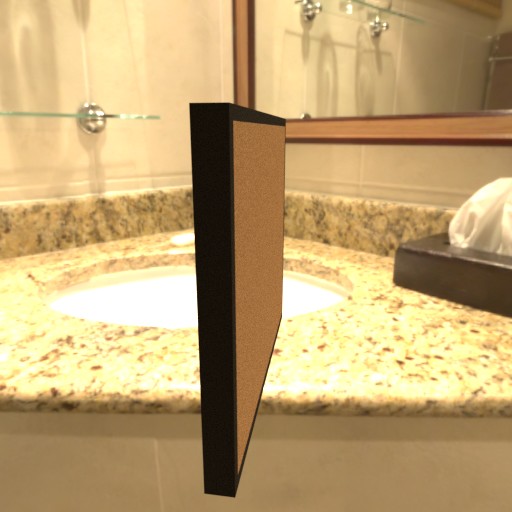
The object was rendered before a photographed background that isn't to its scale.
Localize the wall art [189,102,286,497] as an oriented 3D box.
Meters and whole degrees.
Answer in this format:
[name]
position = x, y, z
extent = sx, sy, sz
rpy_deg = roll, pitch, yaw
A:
[wall art]
position = 0.000, 0.000, 0.532
extent = 0.028, 0.325, 0.397
rpy_deg = 3, 16, 9
